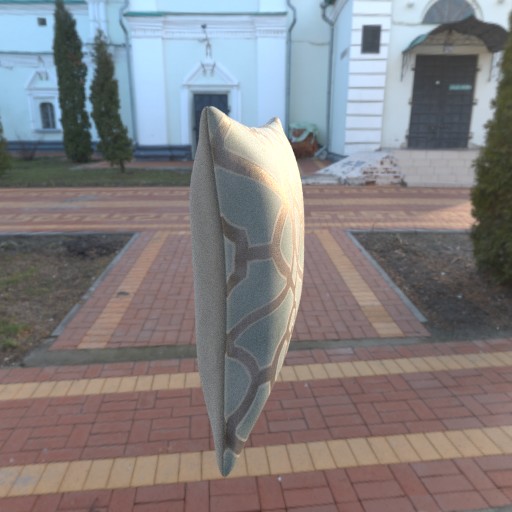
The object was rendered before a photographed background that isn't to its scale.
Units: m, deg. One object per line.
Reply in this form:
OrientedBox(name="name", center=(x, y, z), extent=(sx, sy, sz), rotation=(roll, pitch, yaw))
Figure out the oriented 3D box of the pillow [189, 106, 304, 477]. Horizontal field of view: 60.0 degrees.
OrientedBox(name="pillow", center=(0.000, 0.000, 0.827), extent=(0.166, 0.508, 0.552), rotation=(3, 16, 10))
